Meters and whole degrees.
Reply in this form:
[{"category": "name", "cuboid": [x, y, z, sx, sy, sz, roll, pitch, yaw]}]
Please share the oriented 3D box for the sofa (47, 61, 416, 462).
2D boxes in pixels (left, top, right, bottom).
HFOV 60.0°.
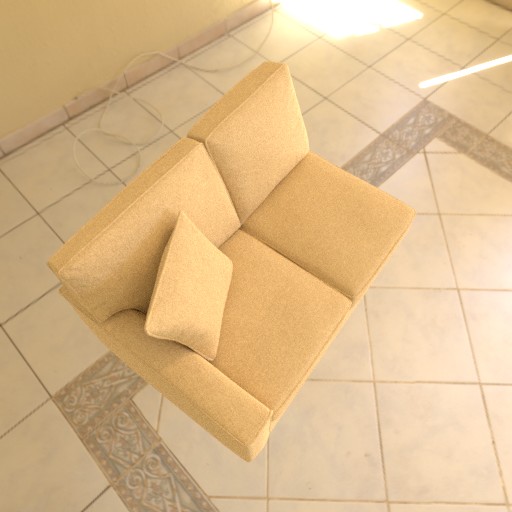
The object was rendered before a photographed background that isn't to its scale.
[{"category": "sofa", "cuboid": [0.000, 0.000, 2.039, 0.991, 0.989, 1.388, 33, 65, 18]}]
